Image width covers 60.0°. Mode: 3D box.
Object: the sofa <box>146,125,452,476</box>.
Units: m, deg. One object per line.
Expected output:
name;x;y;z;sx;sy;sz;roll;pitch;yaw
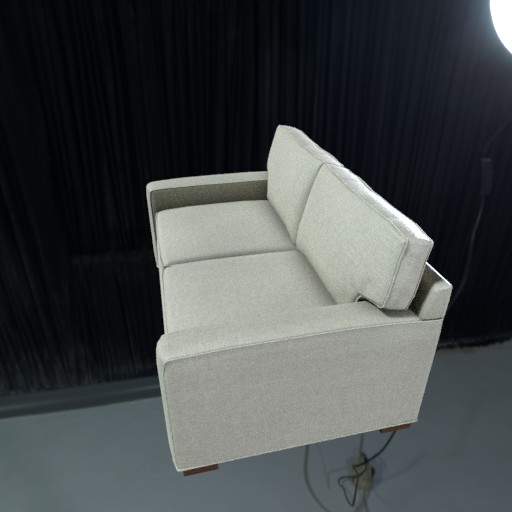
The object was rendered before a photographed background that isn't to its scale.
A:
sofa;0.000;0.000;2.047;0.940;0.853;1.484;-7;31;-11
